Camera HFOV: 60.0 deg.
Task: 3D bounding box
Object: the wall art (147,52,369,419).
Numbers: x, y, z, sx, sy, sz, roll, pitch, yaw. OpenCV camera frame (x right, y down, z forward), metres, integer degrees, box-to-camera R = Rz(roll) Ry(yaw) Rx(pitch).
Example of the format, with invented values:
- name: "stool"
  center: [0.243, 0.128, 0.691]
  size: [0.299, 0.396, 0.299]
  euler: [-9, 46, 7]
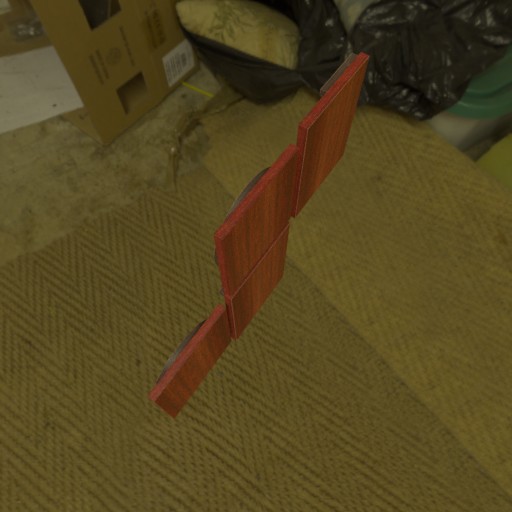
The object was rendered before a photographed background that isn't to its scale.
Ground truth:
- name: "wall art"
  center: [0.000, 0.000, 0.853]
  size: [0.030, 0.497, 0.635]
  euler: [31, 67, 15]
